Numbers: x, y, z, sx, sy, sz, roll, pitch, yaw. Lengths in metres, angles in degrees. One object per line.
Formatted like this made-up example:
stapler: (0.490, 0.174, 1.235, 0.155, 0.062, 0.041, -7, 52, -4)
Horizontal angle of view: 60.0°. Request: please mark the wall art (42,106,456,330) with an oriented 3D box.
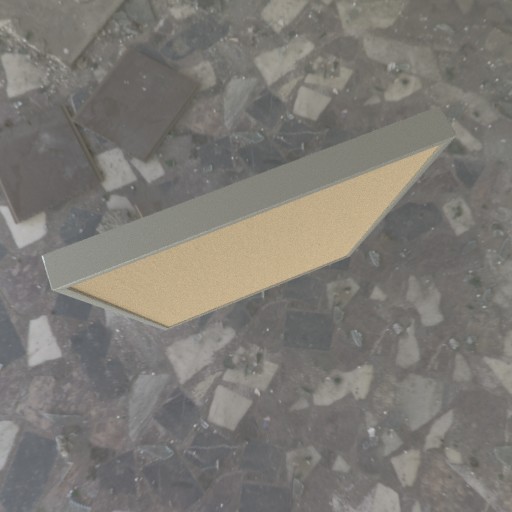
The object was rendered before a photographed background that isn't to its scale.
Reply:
wall art: (0.000, 0.000, 0.725, 0.445, 0.553, 0.039, -21, 77, -5)
